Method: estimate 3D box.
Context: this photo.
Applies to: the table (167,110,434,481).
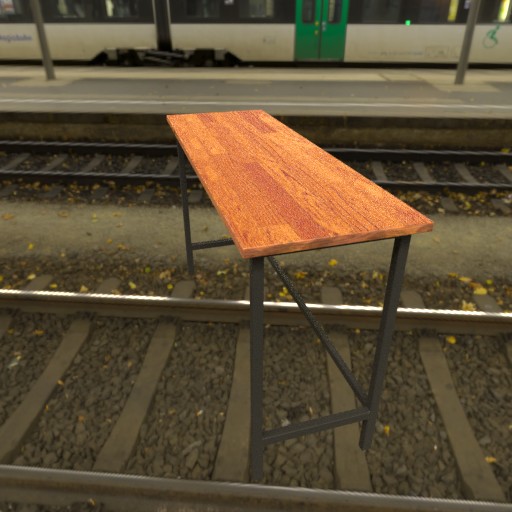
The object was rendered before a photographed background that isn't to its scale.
[{"bbox_3d":[0.000,0.000,1.542,0.408,0.740,1.204,-8,30,-14],"label":"table"}]
